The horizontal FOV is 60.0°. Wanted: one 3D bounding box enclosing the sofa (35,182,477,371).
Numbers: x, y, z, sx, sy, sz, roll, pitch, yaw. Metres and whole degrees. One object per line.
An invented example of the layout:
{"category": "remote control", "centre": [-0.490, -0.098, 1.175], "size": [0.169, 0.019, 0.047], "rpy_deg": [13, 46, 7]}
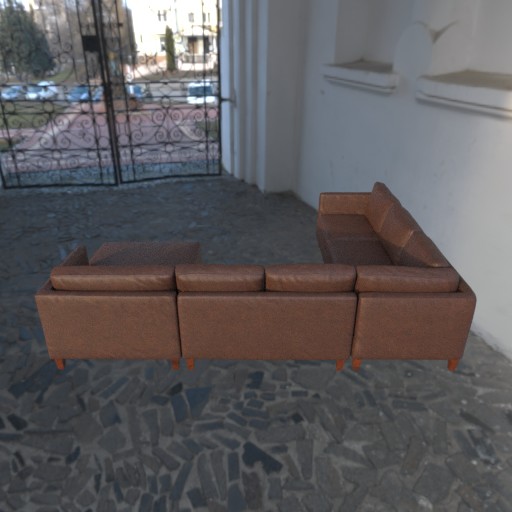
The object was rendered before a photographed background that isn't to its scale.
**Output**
{"category": "sofa", "centre": [0.000, 0.000, 4.656], "size": [3.460, 0.923, 2.593], "rpy_deg": [0, 26, 0]}
